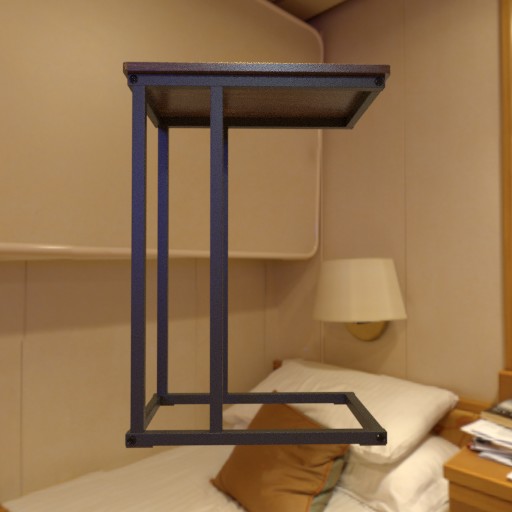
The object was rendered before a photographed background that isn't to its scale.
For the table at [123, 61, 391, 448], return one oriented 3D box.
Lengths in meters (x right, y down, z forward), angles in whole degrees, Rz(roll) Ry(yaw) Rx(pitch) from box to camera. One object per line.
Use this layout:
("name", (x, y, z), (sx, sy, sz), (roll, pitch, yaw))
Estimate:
("table", (0.000, 0.000, 0.857), (0.450, 0.637, 0.254), (0, -1, -1))
